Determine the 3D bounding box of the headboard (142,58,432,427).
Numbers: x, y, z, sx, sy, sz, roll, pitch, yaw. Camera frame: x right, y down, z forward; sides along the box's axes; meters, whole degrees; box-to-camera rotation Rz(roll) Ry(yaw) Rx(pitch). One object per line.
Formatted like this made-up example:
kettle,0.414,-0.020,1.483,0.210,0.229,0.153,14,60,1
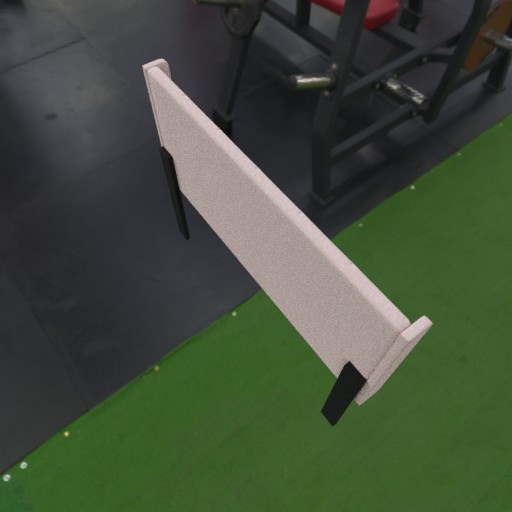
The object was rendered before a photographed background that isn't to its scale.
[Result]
headboard,0.000,0.000,2.727,0.184,1.524,2.051,-32,63,-18
